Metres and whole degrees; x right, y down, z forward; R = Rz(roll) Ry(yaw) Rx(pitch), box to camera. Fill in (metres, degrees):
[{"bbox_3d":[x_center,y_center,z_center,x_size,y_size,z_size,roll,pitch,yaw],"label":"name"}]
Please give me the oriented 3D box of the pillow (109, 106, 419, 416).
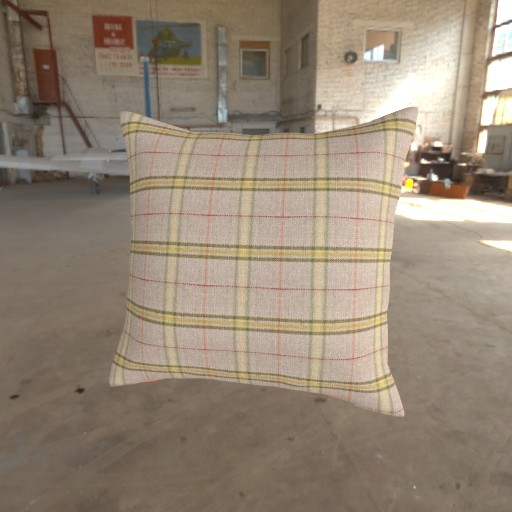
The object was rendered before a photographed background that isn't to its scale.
[{"bbox_3d":[0.000,0.000,0.666,0.453,0.430,0.200,2,14,9],"label":"pillow"}]
